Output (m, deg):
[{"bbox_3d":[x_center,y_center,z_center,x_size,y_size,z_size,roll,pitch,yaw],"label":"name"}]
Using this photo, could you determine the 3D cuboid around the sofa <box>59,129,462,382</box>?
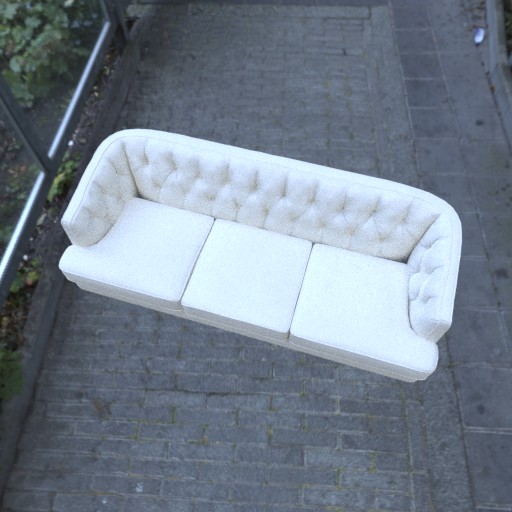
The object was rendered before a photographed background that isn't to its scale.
[{"bbox_3d":[0.000,0.000,2.773,2.278,0.855,0.941,14,60,9],"label":"sofa"}]
